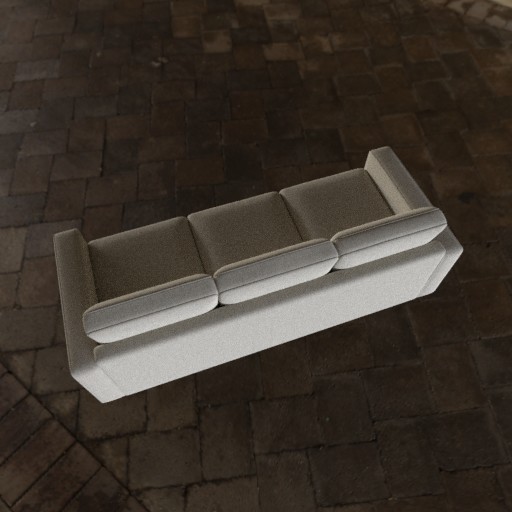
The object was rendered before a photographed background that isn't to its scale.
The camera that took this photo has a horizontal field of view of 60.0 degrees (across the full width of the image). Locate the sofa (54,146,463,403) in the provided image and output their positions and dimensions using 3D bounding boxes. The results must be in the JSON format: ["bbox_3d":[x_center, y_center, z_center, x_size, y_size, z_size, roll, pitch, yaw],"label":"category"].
[{"bbox_3d":[0.000,0.000,2.620,2.160,0.800,0.900,-16,59,-10],"label":"sofa"}]
